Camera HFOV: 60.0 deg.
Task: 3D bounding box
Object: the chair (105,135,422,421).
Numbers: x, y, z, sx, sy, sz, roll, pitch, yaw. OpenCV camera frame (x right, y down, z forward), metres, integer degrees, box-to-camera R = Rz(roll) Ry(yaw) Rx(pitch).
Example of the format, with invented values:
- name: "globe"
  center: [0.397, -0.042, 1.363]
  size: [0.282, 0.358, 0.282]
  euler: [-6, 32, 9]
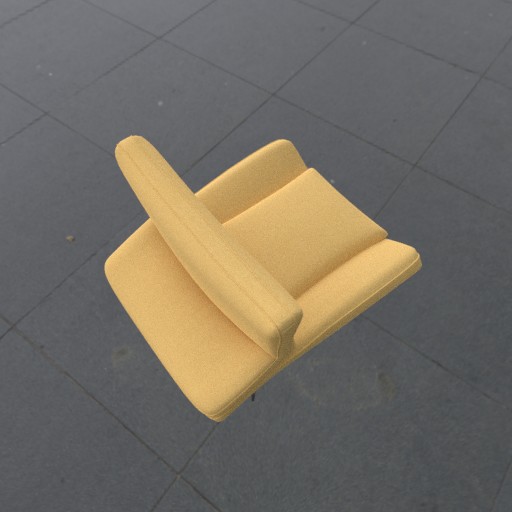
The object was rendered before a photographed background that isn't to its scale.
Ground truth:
- name: "chair"
  center: [0.000, 0.000, 1.704]
  size: [1.008, 0.855, 0.859]
  euler: [-34, 64, -19]
